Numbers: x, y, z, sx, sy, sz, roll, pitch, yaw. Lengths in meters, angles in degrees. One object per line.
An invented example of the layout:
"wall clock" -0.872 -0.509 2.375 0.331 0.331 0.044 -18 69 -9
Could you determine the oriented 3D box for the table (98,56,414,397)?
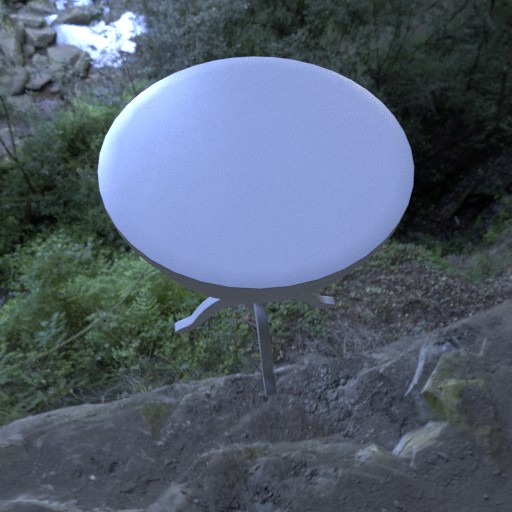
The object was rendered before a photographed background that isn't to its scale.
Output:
"table" 0.000 0.000 1.007 0.513 0.653 0.513 0 58 0
